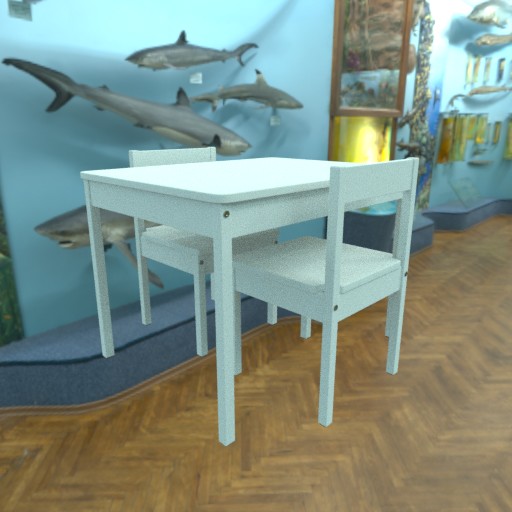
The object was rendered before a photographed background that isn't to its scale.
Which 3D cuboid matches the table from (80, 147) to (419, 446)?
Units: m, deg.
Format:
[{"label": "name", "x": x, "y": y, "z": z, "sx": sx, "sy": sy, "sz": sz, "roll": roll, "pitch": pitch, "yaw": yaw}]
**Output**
[{"label": "table", "x": 0.000, "y": 0.000, "z": 1.117, "sx": 0.672, "sy": 0.503, "sz": 0.650, "roll": 16, "pitch": 23, "yaw": 43}]
